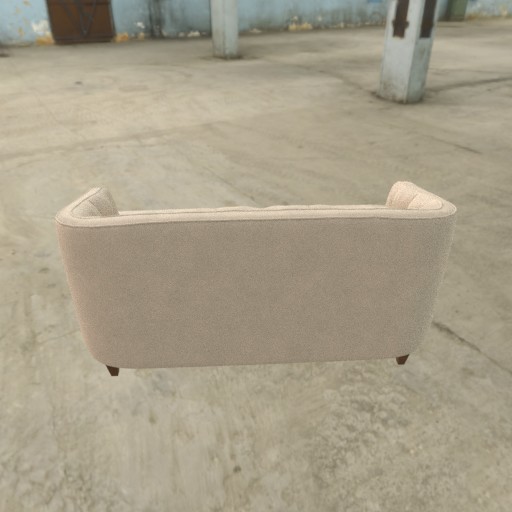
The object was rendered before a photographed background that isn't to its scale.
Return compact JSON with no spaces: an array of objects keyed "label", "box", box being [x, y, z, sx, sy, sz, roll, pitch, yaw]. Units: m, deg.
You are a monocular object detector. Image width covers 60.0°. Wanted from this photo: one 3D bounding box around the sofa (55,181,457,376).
[{"label":"sofa","box":[0.000,0.000,2.280,1.731,0.878,0.940,-2,31,-3]}]
